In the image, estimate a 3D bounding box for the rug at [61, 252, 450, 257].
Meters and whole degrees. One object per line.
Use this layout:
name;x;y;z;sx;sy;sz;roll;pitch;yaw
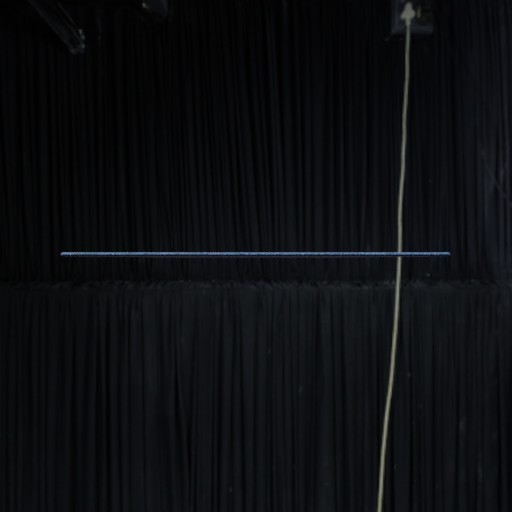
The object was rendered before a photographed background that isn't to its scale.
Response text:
rug;0.000;0.000;2.950;1.526;0.015;2.441;0;0;0
